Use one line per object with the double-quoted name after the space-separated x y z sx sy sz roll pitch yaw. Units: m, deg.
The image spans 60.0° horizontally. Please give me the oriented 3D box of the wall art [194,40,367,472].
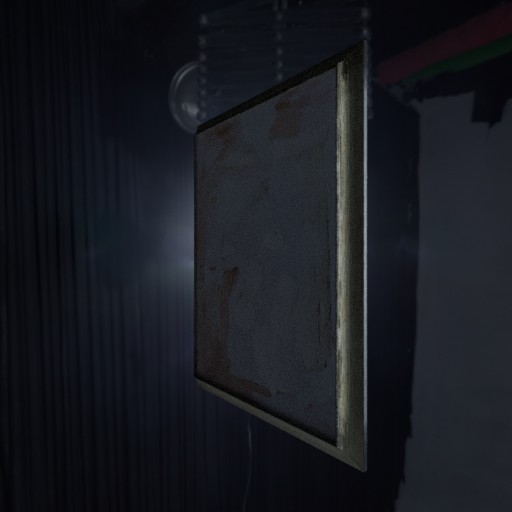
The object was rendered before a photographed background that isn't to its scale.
0.000 0.000 0.621 0.023 0.457 0.381 0 0 -35 "wall art"
